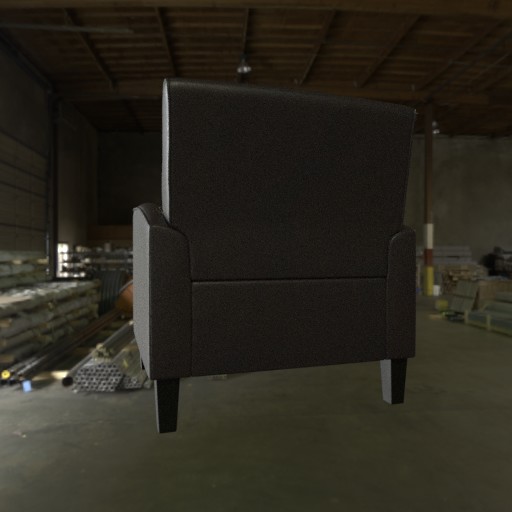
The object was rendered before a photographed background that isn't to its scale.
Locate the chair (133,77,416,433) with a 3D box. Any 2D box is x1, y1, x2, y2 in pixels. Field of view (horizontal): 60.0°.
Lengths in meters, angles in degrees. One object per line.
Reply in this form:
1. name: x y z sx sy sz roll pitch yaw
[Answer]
1. chair: 0.000 0.000 1.579 0.820 0.916 0.819 0 0 -18
